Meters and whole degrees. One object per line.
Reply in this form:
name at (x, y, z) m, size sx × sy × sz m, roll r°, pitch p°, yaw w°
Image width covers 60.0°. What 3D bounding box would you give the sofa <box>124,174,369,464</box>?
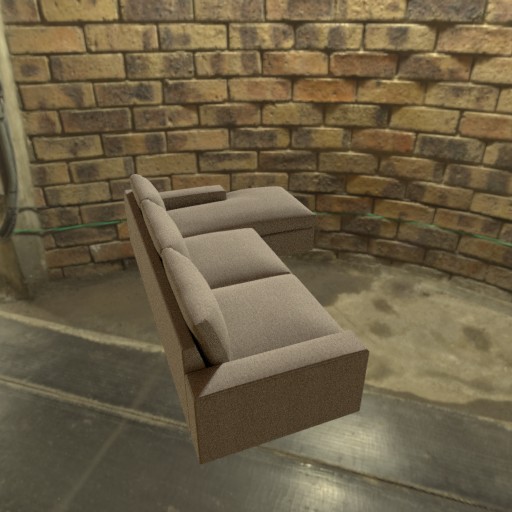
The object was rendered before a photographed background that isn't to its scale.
sofa at (0.000, 0.000, 3.503) m, size 1.689 × 0.813 × 2.718 m, roll -11°, pitch 31°, yaw -18°
